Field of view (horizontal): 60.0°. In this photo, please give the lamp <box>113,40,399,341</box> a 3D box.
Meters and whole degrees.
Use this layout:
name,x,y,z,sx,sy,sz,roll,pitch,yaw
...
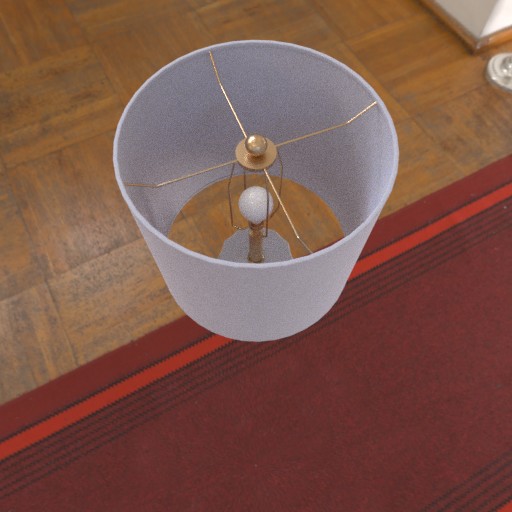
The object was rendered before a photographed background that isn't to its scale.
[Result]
name,x,y,z,sx,sy,sz,roll,pitch,yaw
lamp,0.000,0.000,0.674,0.277,0.537,0.277,15,66,7
